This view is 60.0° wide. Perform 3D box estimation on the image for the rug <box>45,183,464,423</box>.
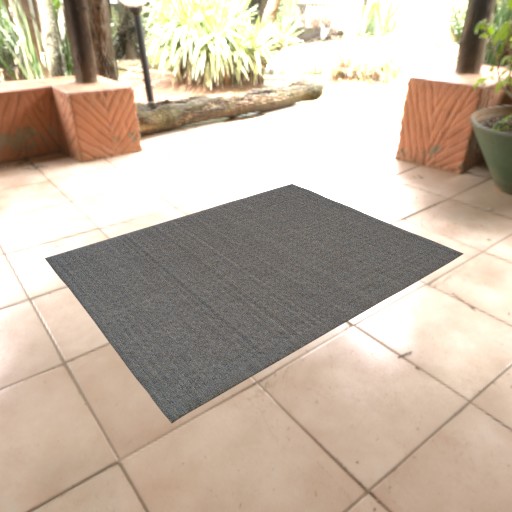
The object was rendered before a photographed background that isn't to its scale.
[{"bbox_3d":[0.000,0.000,4.251,3.200,0.007,2.443,-22,36,-33],"label":"rug"}]
